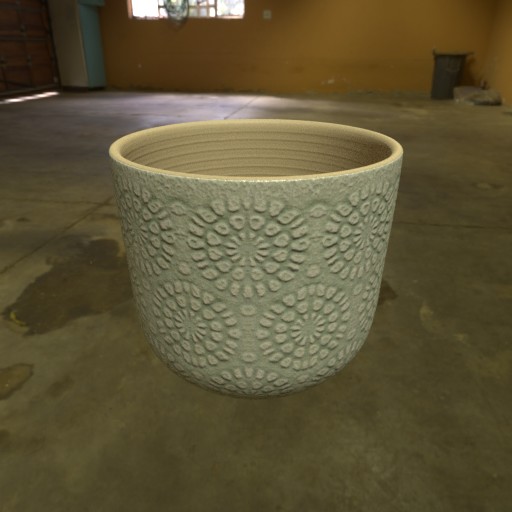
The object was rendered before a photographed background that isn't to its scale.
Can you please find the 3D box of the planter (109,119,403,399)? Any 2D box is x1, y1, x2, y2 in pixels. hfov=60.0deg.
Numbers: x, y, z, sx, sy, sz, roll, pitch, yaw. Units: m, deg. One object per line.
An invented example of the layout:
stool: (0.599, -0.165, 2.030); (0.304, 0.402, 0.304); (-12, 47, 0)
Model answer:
planter: (0.000, 0.000, 0.298); (0.169, 0.153, 0.169); (0, 26, 0)
